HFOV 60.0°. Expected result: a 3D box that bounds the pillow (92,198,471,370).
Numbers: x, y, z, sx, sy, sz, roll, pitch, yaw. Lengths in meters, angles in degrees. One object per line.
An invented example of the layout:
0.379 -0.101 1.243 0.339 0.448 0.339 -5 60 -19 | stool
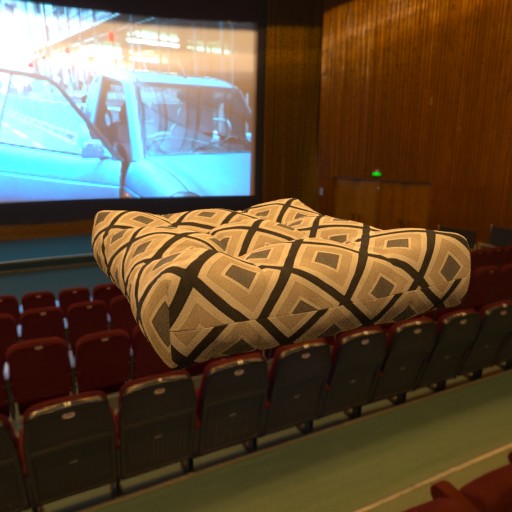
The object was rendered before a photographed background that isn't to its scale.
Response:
0.000 0.000 0.737 0.468 0.128 0.490 -7 16 -26 | pillow
